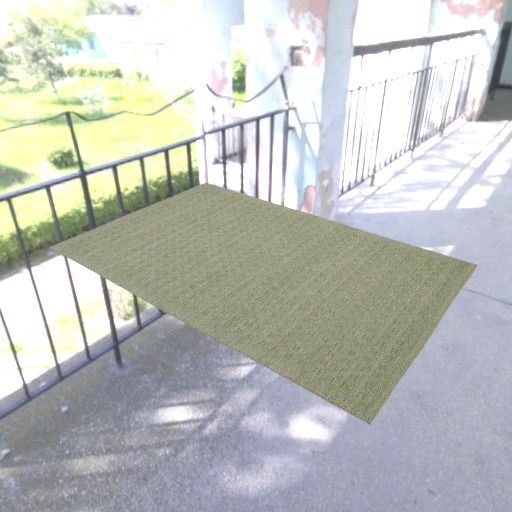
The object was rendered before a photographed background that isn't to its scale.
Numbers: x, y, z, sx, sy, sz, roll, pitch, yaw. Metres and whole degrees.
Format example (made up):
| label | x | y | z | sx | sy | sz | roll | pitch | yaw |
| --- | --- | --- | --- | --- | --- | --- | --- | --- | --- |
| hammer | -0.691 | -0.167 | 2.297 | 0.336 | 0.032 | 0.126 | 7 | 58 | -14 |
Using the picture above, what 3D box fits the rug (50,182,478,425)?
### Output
| label | x | y | z | sx | sy | sz | roll | pitch | yaw |
| --- | --- | --- | --- | --- | --- | --- | --- | --- | --- |
| rug | 0.000 | 0.000 | 2.151 | 1.747 | 0.006 | 1.143 | 21 | 36 | 32 |
